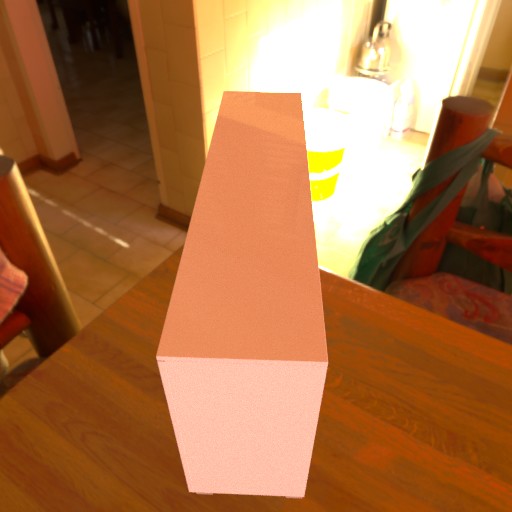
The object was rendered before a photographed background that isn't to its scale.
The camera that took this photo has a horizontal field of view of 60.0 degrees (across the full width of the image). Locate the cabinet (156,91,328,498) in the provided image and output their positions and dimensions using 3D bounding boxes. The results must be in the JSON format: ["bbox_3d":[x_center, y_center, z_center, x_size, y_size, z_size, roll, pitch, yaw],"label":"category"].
[{"bbox_3d":[0.000,0.000,1.911,0.400,0.800,1.650,2,41,2],"label":"cabinet"}]
